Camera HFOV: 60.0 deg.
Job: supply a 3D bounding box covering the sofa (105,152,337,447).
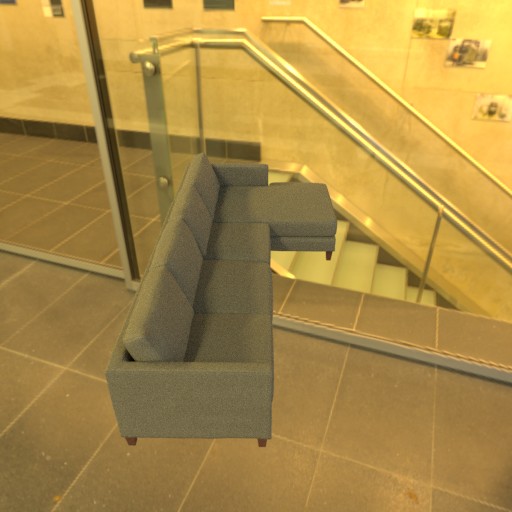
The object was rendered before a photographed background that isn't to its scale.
[{"bbox_3d":[0.000,0.000,3.868,1.625,0.861,3.186,0,32,1],"label":"sofa"}]
